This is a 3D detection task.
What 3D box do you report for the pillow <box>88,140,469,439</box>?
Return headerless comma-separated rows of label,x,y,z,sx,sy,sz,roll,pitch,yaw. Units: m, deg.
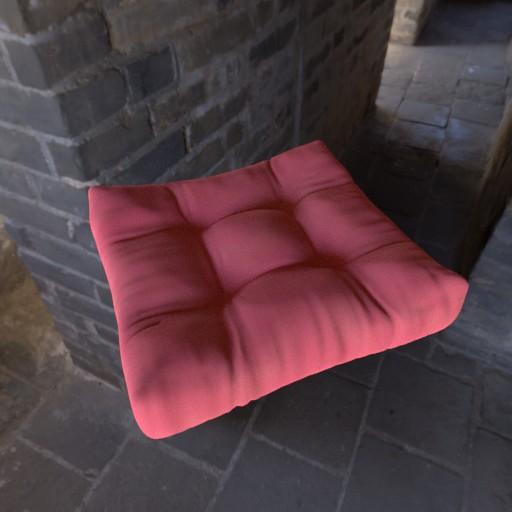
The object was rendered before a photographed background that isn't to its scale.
pillow,0.000,0.000,0.741,0.490,0.128,0.468,-16,47,-16
